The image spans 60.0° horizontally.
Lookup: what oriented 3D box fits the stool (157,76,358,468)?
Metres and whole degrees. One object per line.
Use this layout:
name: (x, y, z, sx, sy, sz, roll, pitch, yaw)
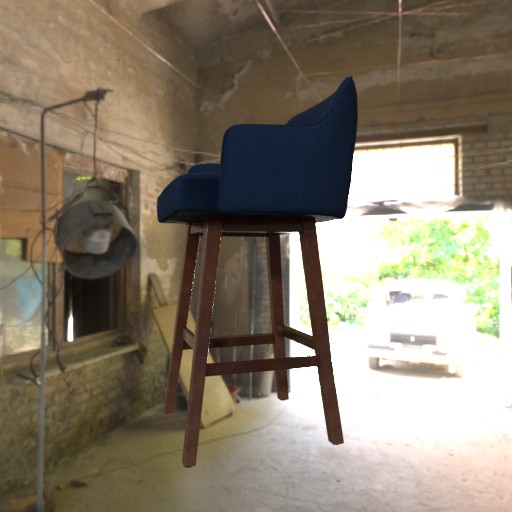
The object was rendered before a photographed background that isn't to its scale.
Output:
stool: (0.000, 0.000, 1.364, 0.560, 1.041, 0.550, 0, 0, -19)
